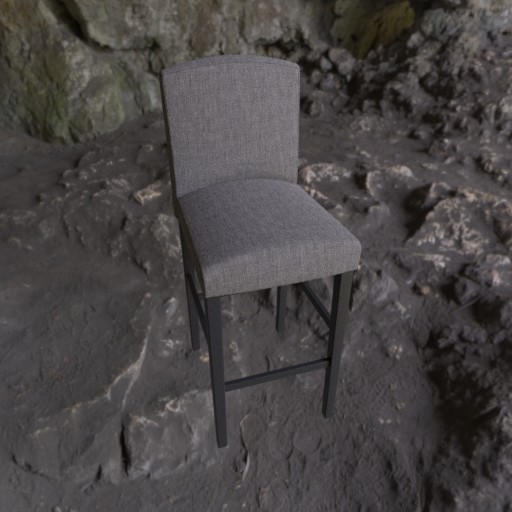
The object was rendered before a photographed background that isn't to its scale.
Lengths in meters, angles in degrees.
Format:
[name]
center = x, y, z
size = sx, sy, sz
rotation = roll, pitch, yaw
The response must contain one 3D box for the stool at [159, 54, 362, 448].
[stool]
center = 0.000, 0.000, 1.439
size = 0.451, 1.138, 0.552
rotation = -10, 33, -15
